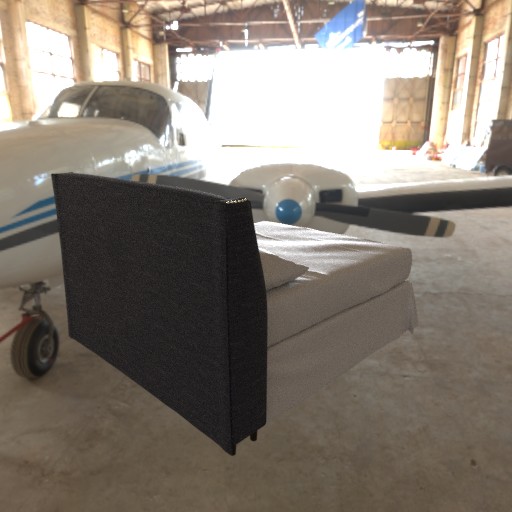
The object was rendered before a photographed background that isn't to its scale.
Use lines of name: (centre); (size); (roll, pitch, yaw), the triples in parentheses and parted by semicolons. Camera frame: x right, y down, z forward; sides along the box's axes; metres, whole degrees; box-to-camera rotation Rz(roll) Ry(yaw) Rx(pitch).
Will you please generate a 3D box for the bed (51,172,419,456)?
bed: (0.000, 0.000, 3.450); (1.925, 1.332, 2.276); (15, 22, 43)
